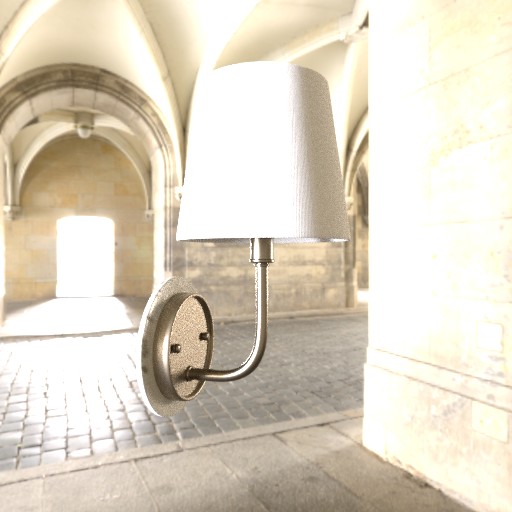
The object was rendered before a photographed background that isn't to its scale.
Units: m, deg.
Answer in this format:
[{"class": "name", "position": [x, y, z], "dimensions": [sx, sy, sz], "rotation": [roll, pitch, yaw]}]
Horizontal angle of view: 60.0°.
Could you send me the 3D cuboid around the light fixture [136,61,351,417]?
[{"class": "light fixture", "position": [0.000, 0.000, 0.448], "dimensions": [0.188, 0.337, 0.168], "rotation": [0, 0, 18]}]
